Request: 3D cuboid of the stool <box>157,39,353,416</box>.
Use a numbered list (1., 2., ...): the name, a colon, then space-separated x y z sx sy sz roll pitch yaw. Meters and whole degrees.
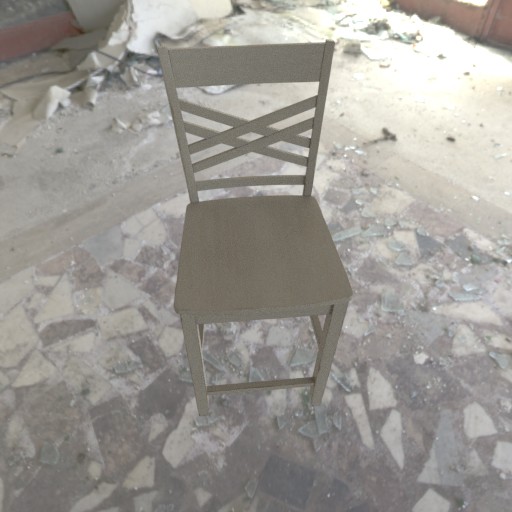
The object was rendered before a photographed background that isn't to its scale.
1. stool: 0.000 0.000 1.365 0.462 1.079 0.539 -4 48 -4
